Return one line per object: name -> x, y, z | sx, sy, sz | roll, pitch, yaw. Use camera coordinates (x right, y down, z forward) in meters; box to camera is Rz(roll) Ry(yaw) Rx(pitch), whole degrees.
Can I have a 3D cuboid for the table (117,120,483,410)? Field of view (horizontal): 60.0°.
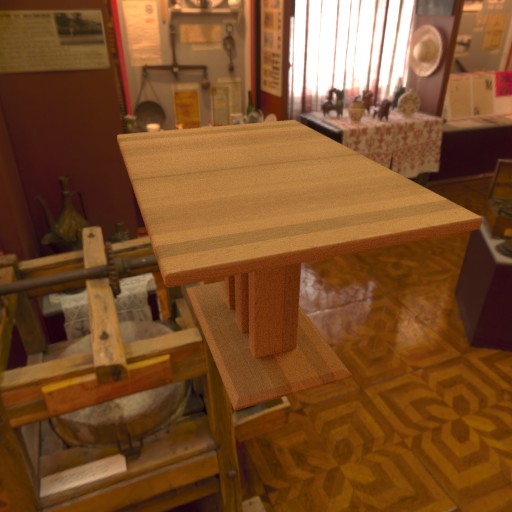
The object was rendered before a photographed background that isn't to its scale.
table -> 0.000, 0.000, 1.834 | 0.900, 0.770, 1.300 | -10, 31, -17
